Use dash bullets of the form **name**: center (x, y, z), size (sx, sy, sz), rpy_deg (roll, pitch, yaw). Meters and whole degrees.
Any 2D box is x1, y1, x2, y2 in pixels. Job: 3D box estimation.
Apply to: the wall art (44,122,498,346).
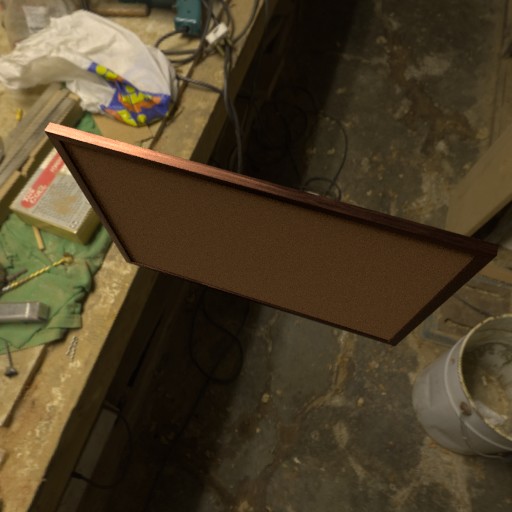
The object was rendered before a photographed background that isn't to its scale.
- **wall art**: center (0.000, 0.000, 0.541), size (0.431, 0.304, 0.012), rpy_deg (17, 65, 8)
